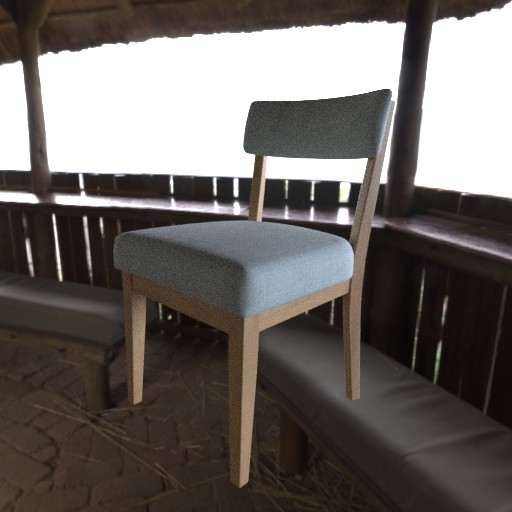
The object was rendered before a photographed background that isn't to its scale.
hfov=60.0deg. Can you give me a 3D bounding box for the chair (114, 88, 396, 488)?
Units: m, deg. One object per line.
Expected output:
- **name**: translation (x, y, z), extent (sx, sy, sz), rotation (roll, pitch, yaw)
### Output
- **chair**: translation (0.000, 0.000, 1.166), extent (0.572, 0.832, 0.508), rotation (-14, 20, -43)
